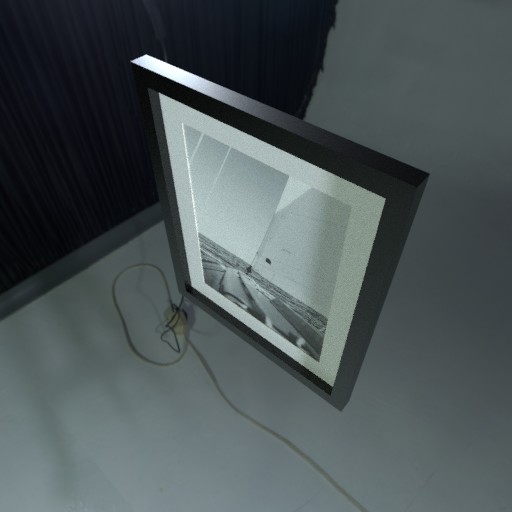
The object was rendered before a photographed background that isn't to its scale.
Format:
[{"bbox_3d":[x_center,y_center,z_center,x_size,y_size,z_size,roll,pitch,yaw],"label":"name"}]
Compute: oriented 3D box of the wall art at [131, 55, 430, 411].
[{"bbox_3d":[0.000,0.000,0.772,0.461,0.558,0.031,32,55,26],"label":"wall art"}]
